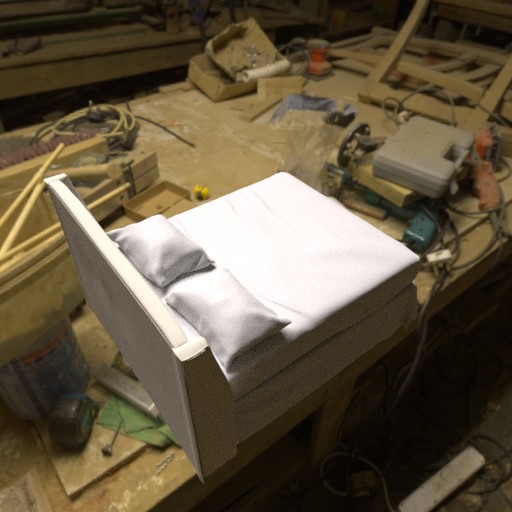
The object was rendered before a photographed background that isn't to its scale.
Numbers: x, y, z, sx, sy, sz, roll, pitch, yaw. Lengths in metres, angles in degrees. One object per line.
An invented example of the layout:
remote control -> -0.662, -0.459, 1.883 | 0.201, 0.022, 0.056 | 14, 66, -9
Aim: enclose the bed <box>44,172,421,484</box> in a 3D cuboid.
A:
bed -> 0.000, 0.000, 3.422 | 2.276, 1.332, 1.925 | -27, 48, -27
